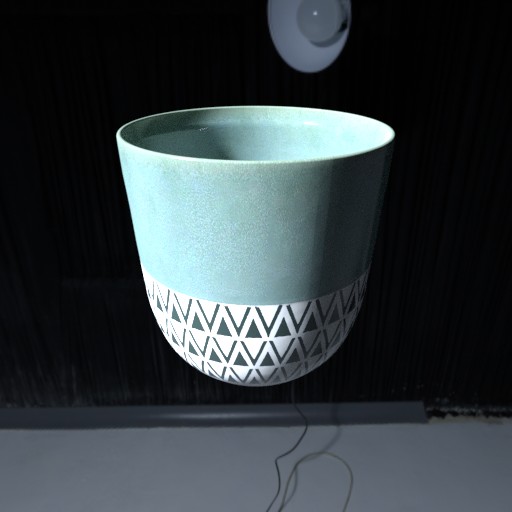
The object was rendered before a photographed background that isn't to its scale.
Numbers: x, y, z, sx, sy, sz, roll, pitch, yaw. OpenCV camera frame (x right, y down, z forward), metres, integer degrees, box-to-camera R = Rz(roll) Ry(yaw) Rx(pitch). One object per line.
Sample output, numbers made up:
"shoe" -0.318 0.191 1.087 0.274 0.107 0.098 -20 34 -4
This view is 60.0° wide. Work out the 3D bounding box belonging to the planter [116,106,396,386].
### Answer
"planter" 0.000 0.000 0.375 0.198 0.214 0.198 0 27 0
